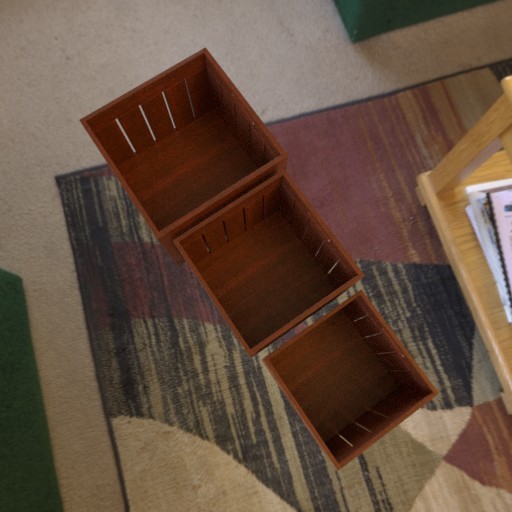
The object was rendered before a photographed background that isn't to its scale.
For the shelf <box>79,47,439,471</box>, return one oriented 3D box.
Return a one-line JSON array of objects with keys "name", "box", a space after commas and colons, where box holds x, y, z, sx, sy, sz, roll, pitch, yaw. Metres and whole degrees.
[{"name": "shelf", "box": [0.000, 0.000, 1.231, 0.393, 0.311, 1.064, -34, 78, -8]}]
